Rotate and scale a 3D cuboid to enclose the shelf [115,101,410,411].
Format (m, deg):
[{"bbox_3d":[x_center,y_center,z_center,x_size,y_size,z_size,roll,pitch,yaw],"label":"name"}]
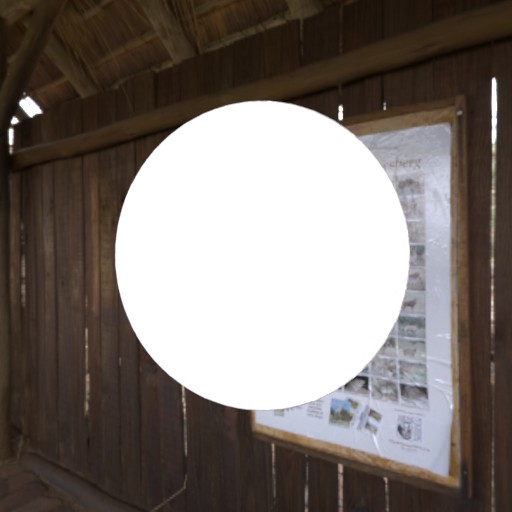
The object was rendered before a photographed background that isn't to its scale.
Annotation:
[{"bbox_3d":[0.000,0.000,1.232,0.806,0.807,0.158,0,1,18],"label":"shelf"}]
